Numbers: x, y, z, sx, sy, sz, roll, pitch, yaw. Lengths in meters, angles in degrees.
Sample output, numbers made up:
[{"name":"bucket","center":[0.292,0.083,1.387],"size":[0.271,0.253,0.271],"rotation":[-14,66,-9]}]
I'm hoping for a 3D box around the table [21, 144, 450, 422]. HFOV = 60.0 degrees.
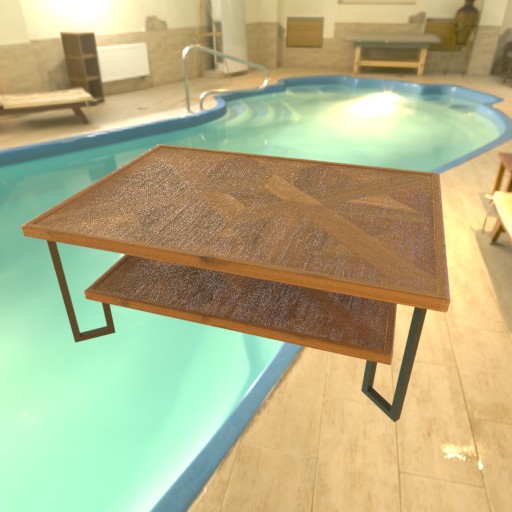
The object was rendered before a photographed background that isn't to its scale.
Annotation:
[{"name":"table","center":[0.000,0.000,1.680],"size":[1.238,0.492,0.877],"rotation":[10,32,15]}]
